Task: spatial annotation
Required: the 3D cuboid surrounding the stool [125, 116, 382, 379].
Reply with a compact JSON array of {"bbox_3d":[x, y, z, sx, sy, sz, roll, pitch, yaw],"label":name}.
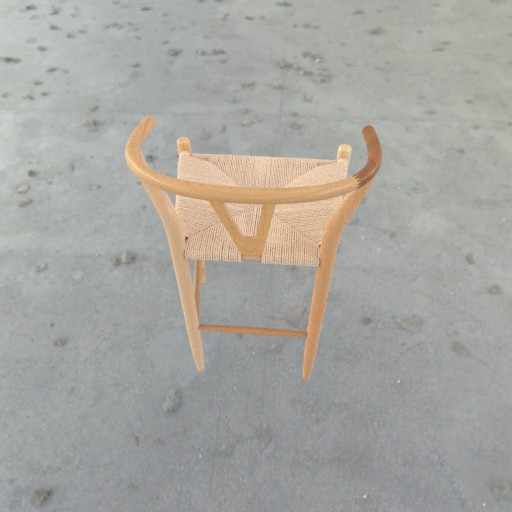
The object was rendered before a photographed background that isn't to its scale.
[{"bbox_3d":[0.000,0.000,1.275,0.536,0.923,0.575,3,47,3],"label":"stool"}]
